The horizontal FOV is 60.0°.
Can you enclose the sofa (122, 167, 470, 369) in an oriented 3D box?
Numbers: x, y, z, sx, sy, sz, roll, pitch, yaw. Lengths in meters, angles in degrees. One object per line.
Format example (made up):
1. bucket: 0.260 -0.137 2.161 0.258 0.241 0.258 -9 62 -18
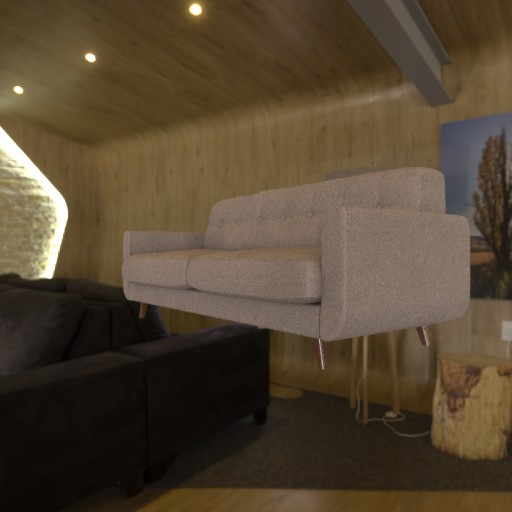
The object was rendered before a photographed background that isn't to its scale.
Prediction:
1. sofa: 0.000 0.000 2.537 0.909 0.841 2.029 0 0 -37
